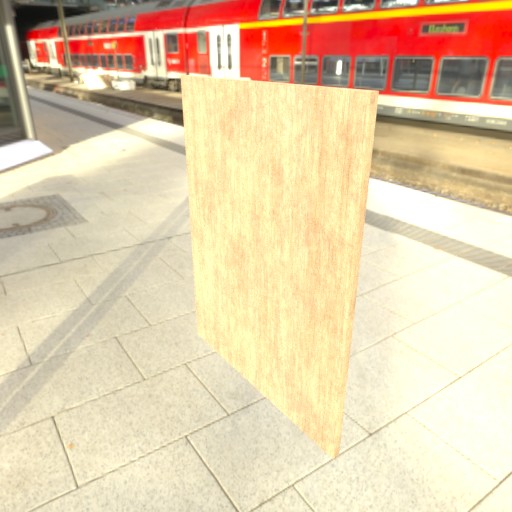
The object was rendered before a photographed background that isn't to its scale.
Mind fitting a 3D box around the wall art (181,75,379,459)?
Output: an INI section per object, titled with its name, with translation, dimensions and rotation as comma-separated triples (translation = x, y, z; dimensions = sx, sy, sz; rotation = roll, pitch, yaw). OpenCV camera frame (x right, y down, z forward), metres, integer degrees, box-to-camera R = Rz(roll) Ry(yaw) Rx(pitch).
[wall art]
translation = 0.000, 0.000, 0.934
dimensions = 0.018, 0.686, 0.534
rotation = -17, 30, -33
